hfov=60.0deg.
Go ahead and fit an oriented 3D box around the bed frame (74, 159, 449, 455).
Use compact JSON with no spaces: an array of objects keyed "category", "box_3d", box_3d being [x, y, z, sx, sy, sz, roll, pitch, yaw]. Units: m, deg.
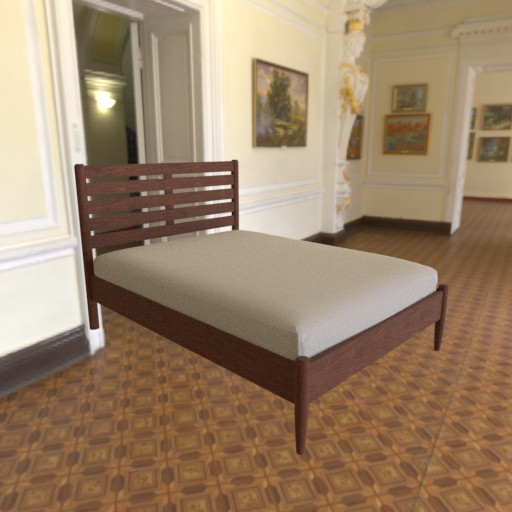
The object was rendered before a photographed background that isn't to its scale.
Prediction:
[{"category":"bed frame","box_3d":[0.000,0.000,3.285,2.234,1.321,1.655,13,19,43]}]
